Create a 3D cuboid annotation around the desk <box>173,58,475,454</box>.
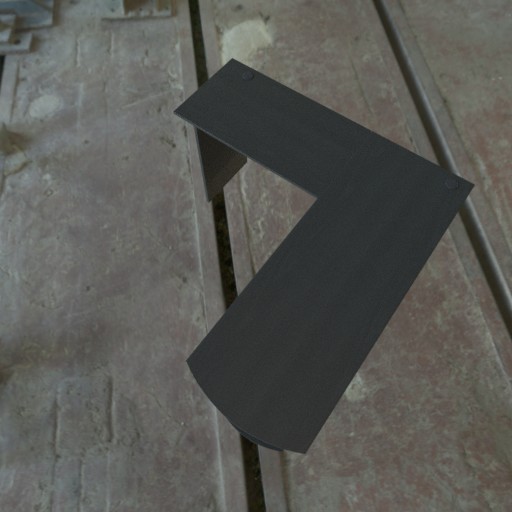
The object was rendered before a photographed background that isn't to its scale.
[{"bbox_3d":[0.000,0.000,2.123,1.303,0.716,1.361,33,68,15],"label":"desk"}]
